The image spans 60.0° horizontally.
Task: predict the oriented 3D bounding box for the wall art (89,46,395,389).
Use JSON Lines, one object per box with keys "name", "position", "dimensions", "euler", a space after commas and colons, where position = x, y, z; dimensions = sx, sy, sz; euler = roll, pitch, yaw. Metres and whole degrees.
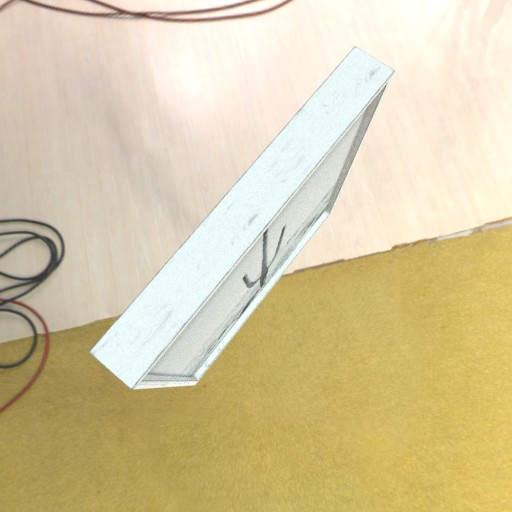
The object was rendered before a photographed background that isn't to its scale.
{"name": "wall art", "position": [0.000, 0.000, 0.465], "dimensions": [0.038, 0.305, 0.305], "euler": [37, 78, 10]}
